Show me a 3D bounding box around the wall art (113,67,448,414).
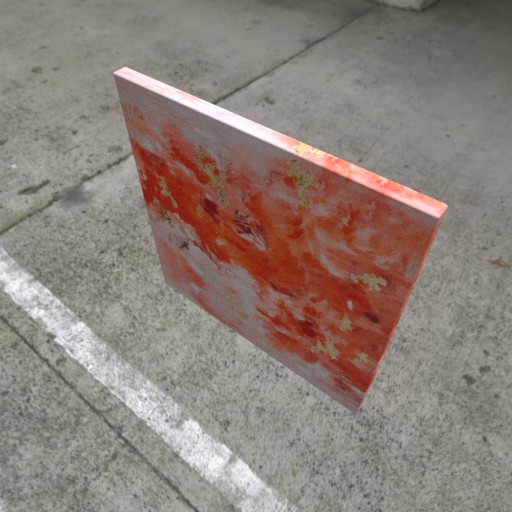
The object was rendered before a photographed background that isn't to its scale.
[{"bbox_3d":[0.000,0.000,1.110,0.747,0.746,0.064,30,55,24],"label":"wall art"}]
